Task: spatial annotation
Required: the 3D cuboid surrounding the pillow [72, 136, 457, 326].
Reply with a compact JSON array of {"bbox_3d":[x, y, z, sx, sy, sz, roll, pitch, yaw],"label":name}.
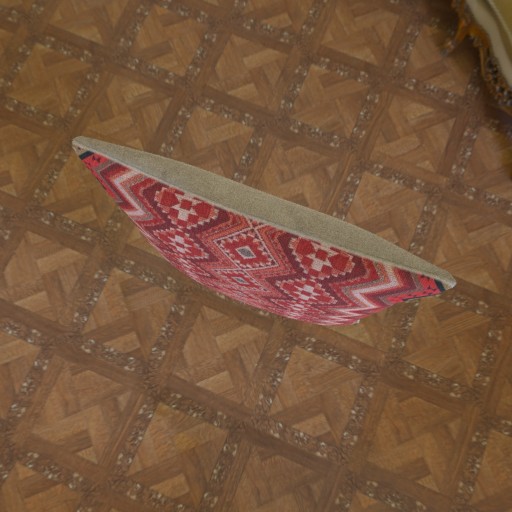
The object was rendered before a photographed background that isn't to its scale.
[{"bbox_3d":[0.000,0.000,0.796,0.513,0.511,0.158,21,77,5],"label":"pillow"}]
